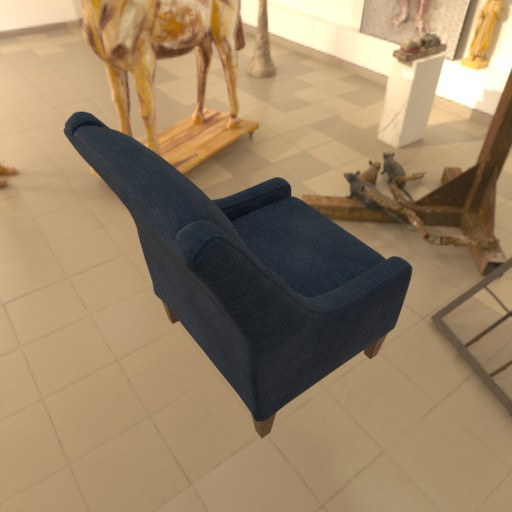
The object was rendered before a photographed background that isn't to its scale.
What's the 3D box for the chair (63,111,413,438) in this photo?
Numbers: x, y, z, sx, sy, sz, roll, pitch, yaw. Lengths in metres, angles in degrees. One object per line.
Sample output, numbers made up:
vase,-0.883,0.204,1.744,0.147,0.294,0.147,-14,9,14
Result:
chair,0.000,0.000,1.579,0.870,1.014,0.774,-26,48,-27
